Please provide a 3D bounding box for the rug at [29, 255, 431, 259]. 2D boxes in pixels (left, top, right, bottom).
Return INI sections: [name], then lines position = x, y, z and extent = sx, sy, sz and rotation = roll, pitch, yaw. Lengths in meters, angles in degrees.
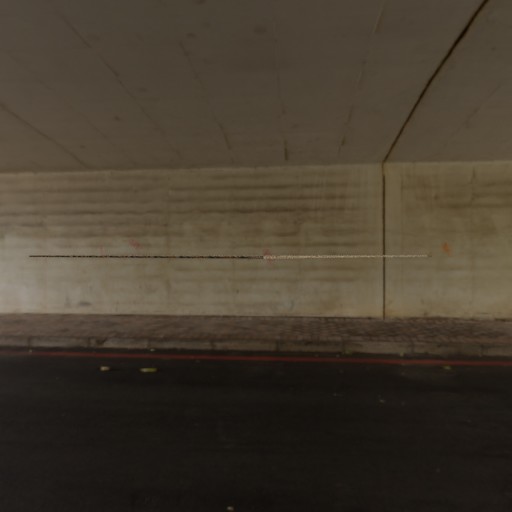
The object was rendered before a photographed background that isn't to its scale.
[rug]
position = 0.000, 0.000, 2.294
extent = 1.278, 0.009, 1.726
rotation = 0, 0, 37
